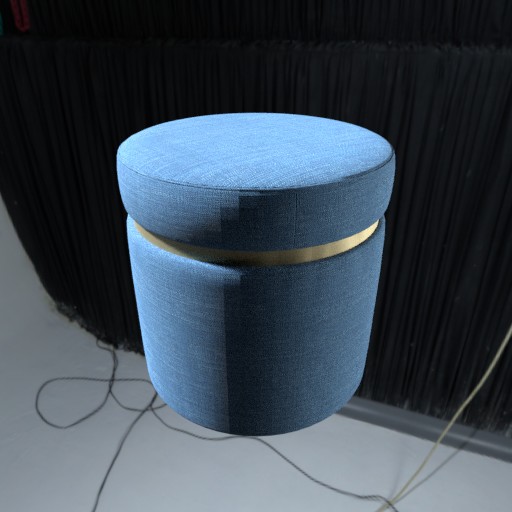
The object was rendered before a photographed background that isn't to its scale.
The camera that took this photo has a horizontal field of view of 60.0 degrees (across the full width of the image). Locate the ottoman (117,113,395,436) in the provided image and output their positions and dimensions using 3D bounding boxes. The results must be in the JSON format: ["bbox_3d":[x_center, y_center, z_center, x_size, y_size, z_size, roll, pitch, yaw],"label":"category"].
[{"bbox_3d":[0.000,0.000,0.734,0.398,0.406,0.398,0,29,0],"label":"ottoman"}]
